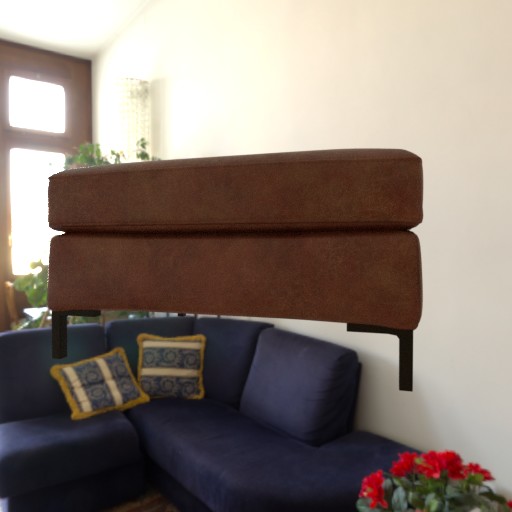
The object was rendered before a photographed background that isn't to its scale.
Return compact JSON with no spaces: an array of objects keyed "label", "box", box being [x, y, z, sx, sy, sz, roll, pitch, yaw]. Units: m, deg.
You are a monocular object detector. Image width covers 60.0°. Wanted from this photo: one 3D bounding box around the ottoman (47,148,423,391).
[{"label":"ottoman","box":[0.000,0.000,1.744,1.186,0.667,0.965,0,2,17]}]
